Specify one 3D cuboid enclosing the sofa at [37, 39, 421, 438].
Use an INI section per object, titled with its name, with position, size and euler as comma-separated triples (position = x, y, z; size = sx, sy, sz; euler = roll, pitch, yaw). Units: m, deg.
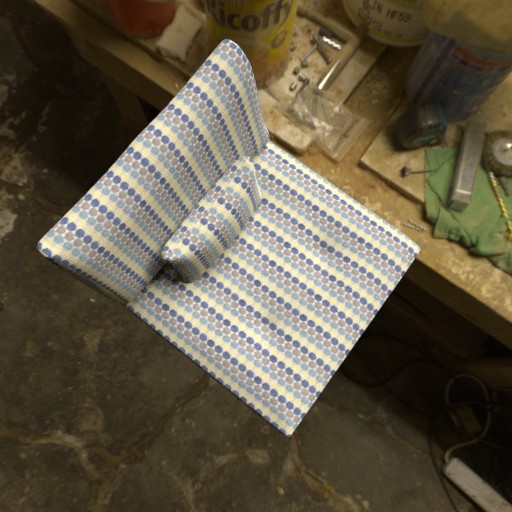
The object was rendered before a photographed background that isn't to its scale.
[sofa]
position = 0.000, 0.000, 1.674
size = 1.000, 0.830, 0.930
euler = 37, 79, 8
